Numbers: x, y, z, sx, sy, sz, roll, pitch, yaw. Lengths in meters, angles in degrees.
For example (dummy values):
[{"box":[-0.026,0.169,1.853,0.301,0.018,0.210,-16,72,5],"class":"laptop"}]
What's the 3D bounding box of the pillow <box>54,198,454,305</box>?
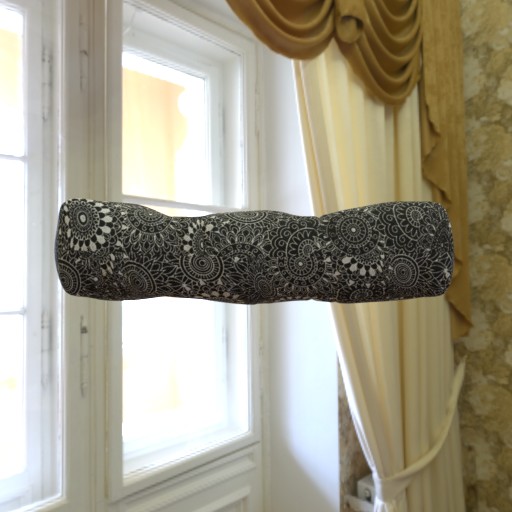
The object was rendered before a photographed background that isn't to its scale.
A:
[{"box":[0.000,0.000,0.729,0.468,0.128,0.490,0,-1,0],"class":"pillow"}]
